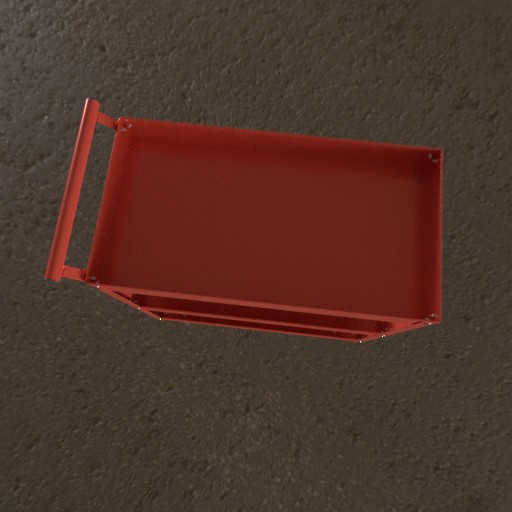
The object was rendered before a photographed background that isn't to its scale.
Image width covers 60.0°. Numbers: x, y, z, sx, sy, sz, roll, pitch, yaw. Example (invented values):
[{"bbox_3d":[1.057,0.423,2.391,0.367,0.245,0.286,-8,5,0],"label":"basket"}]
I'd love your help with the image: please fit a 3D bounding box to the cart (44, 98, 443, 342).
[{"bbox_3d":[0.000,0.000,1.190,0.719,0.780,0.366,6,76,2],"label":"cart"}]
